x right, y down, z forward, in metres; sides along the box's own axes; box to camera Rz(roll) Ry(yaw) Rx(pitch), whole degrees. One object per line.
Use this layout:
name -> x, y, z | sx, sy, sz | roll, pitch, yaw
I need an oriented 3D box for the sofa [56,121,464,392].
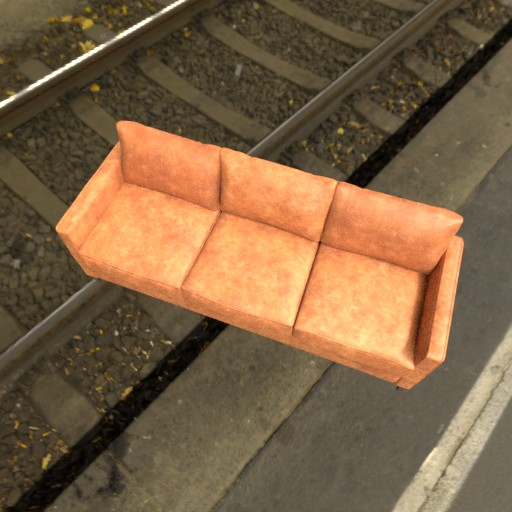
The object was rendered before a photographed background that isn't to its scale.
sofa -> 0.000, 0.000, 2.428 | 2.029, 0.863, 0.748 | 18, 61, 10
